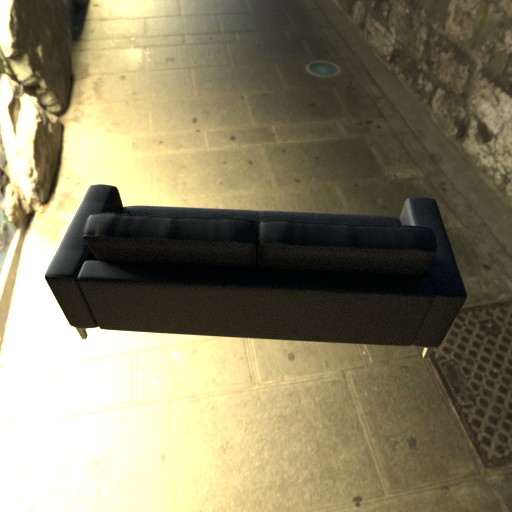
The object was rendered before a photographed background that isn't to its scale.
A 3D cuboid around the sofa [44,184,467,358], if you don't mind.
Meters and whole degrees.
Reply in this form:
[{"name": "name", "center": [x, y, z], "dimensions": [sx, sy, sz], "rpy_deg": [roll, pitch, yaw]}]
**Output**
[{"name": "sofa", "center": [0.000, 0.000, 2.734], "dimensions": [2.275, 0.893, 0.833], "rpy_deg": [3, 47, 2]}]
